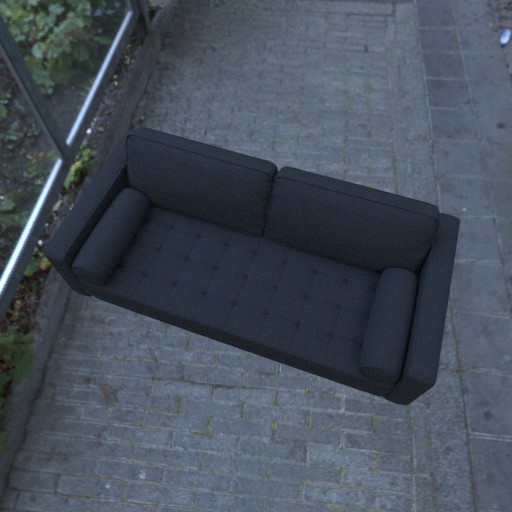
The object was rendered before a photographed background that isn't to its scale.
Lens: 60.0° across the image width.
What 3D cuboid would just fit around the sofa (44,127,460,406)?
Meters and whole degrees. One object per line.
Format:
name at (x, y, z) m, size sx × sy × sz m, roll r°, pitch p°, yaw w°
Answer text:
sofa at (0.000, 0.000, 2.330) m, size 1.875 × 0.759 × 0.914 m, roll 17°, pitch 61°, yaw 10°
